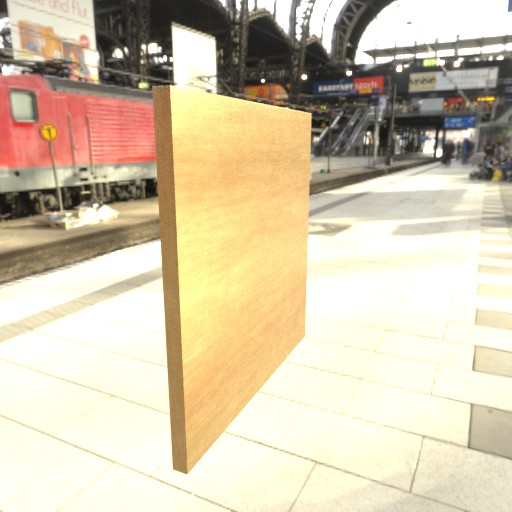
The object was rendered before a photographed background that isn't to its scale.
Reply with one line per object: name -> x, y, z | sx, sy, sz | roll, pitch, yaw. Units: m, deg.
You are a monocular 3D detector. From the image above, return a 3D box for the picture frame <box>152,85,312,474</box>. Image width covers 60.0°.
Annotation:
picture frame -> 0.000, 0.000, 1.169 | 0.037, 0.761, 0.758 | 6, 15, 24
